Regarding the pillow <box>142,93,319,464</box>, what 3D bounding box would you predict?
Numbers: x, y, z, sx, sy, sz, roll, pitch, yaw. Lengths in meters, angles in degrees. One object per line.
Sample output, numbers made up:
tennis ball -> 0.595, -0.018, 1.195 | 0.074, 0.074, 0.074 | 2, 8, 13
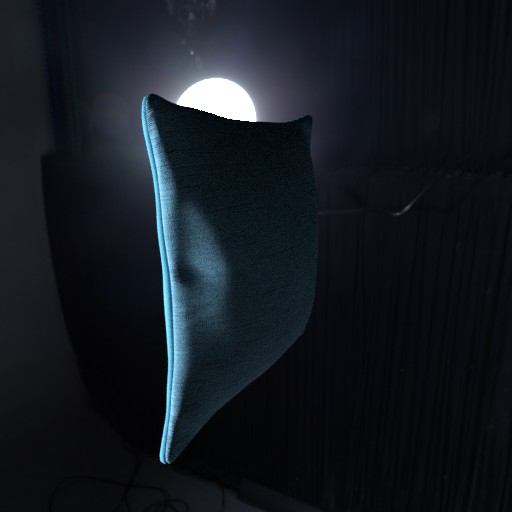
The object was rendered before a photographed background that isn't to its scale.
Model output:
pillow -> 0.000, 0.000, 0.650 | 0.151, 0.415, 0.433 | 7, 16, 27
